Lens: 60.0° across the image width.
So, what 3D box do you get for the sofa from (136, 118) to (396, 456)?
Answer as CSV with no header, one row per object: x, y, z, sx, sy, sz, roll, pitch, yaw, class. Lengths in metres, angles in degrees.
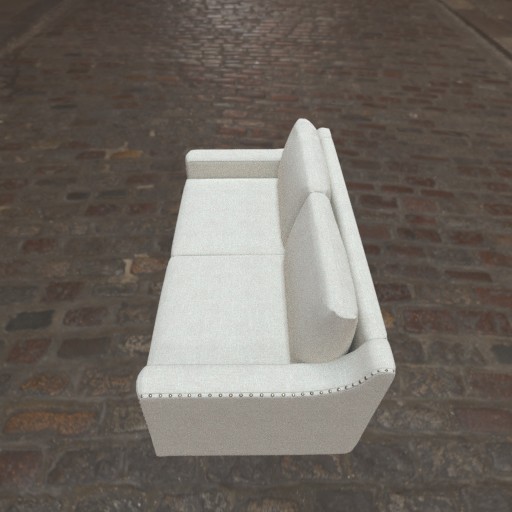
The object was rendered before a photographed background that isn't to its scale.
0.000,0.000,2.740,1.104,0.983,2.107,0,42,0,sofa
